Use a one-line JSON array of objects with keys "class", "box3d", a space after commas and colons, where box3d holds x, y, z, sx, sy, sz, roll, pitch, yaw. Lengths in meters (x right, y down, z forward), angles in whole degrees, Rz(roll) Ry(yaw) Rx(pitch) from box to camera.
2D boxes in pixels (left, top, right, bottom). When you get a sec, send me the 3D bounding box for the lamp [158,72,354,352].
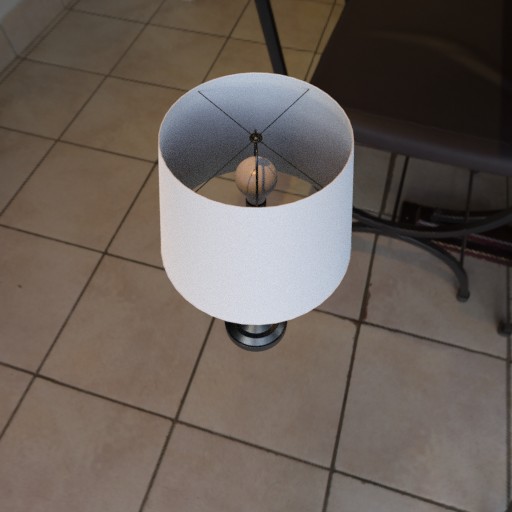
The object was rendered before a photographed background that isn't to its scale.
[{"class": "lamp", "box3d": [0.000, 0.000, 0.825, 0.331, 0.594, 0.331, 0, 57, 0]}]
